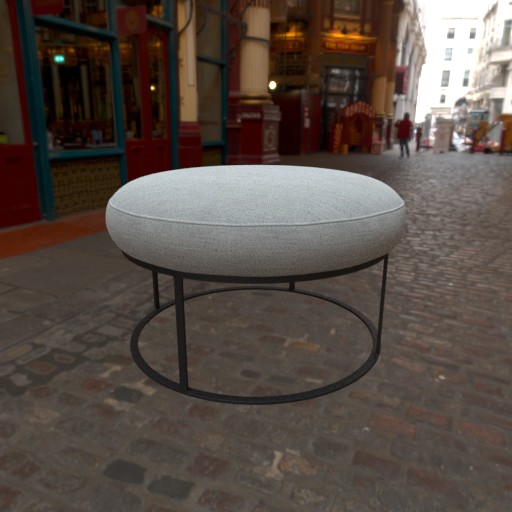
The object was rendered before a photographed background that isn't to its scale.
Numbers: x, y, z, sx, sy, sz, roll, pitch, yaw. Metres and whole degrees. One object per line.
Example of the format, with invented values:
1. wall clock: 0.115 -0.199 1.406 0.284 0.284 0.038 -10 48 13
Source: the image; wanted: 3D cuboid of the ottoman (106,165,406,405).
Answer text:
1. ottoman: 0.000 0.000 1.228 0.769 0.459 0.769 0 17 0
